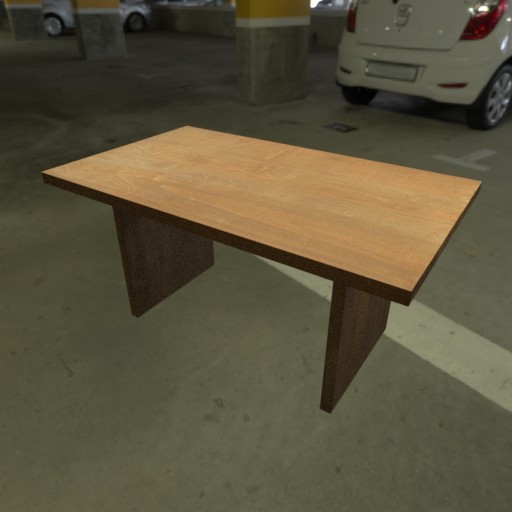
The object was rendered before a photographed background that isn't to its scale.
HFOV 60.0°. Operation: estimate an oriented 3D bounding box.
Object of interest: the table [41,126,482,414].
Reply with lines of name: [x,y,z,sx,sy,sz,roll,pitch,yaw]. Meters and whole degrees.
table: [0.000,0.000,2.071,1.609,0.780,0.946,19,35,29]
